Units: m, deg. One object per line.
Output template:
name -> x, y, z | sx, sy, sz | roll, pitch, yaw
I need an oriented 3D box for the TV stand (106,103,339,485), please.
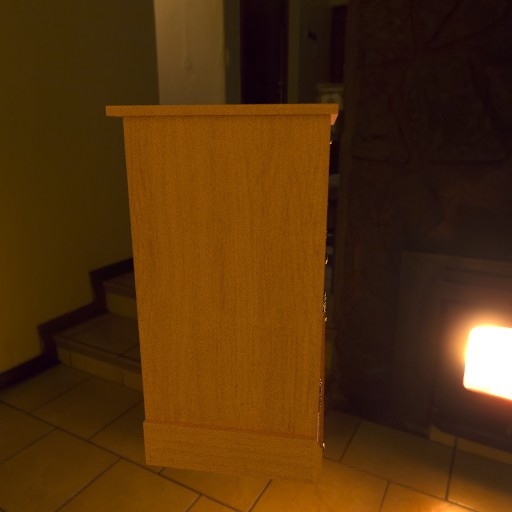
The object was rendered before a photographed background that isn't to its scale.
TV stand -> 0.000, 0.000, 1.298 | 0.430, 0.787, 0.851 | 2, 15, 9
